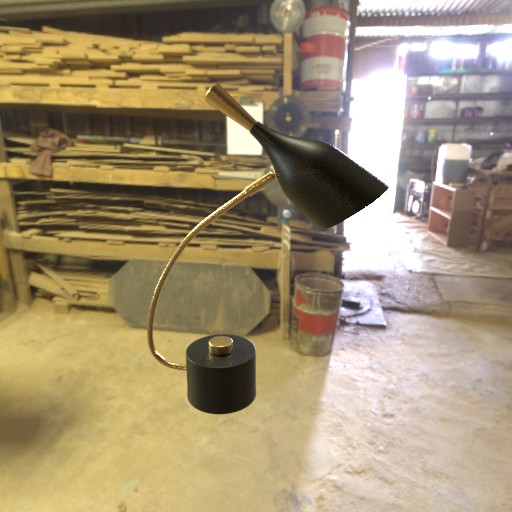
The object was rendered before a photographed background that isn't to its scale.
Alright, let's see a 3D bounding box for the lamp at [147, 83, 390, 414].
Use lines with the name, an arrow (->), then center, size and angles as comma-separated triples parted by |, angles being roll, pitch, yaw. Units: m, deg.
lamp -> 0.000, 0.000, 0.634 | 0.352, 0.464, 0.110 | 3, 17, 11
